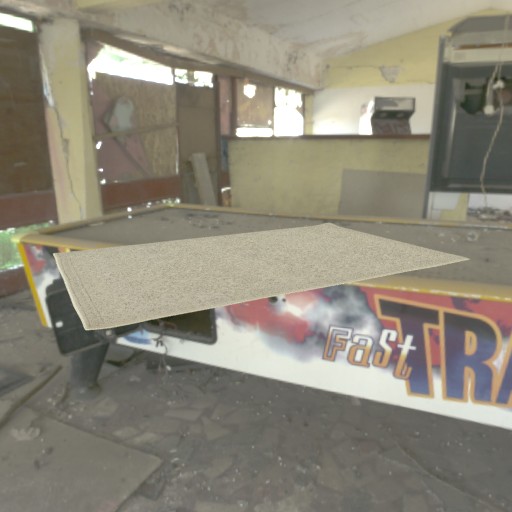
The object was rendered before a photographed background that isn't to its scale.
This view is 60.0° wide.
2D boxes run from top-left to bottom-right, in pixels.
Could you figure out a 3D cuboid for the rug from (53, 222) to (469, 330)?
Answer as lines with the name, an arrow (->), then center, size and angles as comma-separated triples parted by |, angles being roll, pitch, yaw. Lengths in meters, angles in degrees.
rug -> 0.000, 0.000, 2.423 | 1.947, 0.023, 1.214 | -8, 16, -28
